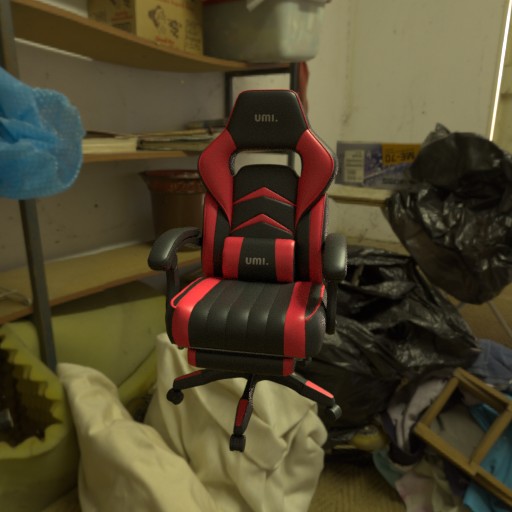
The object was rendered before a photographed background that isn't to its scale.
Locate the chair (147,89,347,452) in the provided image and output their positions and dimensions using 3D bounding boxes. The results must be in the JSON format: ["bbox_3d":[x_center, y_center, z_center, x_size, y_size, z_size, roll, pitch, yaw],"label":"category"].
[{"bbox_3d":[0.000,0.000,1.673,0.700,1.220,0.700,3,17,10],"label":"chair"}]
